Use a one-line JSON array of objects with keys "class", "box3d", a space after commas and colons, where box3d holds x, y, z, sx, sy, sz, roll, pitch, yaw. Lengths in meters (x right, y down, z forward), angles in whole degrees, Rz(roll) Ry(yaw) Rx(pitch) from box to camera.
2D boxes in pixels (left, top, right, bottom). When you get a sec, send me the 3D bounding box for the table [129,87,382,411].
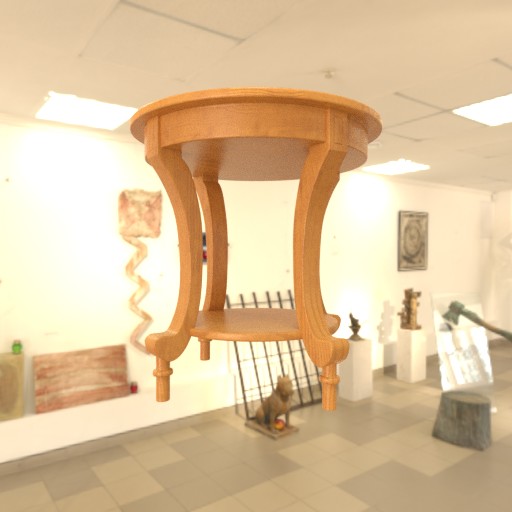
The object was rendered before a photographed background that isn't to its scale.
[{"class": "table", "box3d": [0.000, 0.000, 1.092, 0.597, 0.612, 0.597, 0, 1, 0]}]
